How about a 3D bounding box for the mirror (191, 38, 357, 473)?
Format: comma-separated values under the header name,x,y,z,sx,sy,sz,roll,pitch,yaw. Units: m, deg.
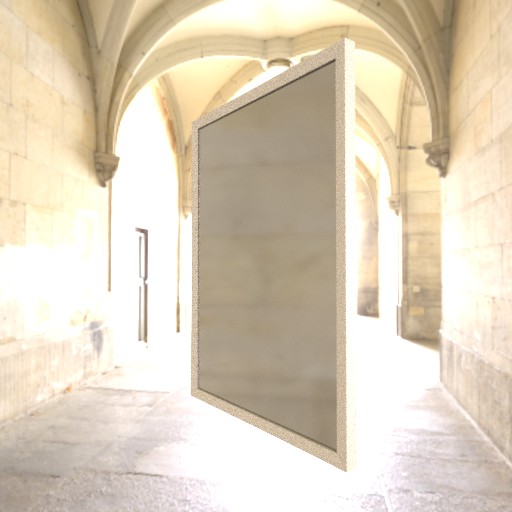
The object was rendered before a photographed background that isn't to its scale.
name,x,y,z,sx,sy,sz,roll,pitch,yaw
mirror,0.000,0.000,1.352,0.040,1.016,0.762,1,-2,-36
